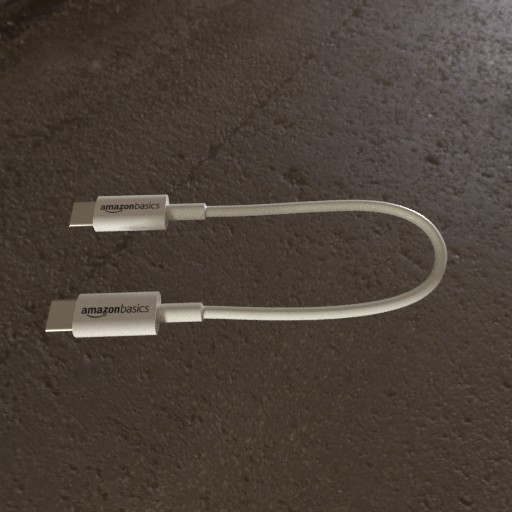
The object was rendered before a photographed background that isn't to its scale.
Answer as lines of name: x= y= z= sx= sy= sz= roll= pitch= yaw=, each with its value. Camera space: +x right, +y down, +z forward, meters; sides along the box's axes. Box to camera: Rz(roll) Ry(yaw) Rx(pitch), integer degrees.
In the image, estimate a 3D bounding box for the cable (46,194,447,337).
cable: x=0.000 y=0.000 z=0.114 sx=0.098 sy=0.005 sz=0.041 roll=-2 pitch=58 yaw=-1
